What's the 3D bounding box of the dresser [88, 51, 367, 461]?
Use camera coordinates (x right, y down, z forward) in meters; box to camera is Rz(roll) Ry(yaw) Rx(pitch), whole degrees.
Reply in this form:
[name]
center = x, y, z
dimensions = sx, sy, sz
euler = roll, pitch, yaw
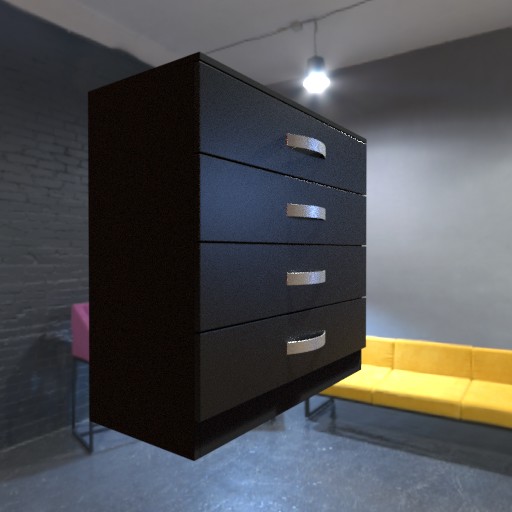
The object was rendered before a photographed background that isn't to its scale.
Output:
[dresser]
center = 0.000, 0.000, 1.166
dimensions = 0.360, 0.720, 0.750
euler = 0, 1, 36
